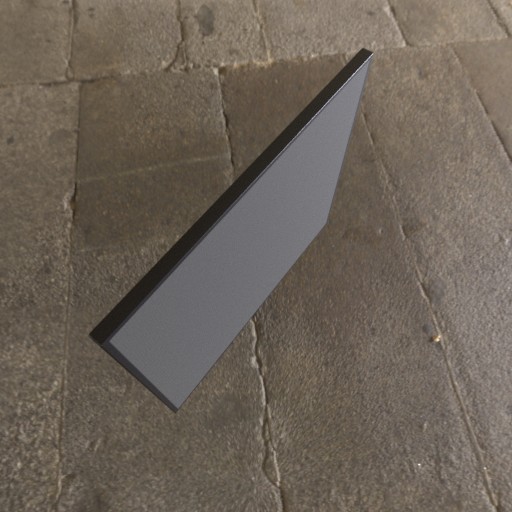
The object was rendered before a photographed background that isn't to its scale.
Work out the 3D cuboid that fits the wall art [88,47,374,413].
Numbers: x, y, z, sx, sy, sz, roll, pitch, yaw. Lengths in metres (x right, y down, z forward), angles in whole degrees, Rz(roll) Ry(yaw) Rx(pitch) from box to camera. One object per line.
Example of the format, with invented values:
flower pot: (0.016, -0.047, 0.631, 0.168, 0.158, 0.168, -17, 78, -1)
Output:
wall art: (0.000, 0.000, 0.723, 0.018, 0.450, 0.521, 34, 68, 16)
